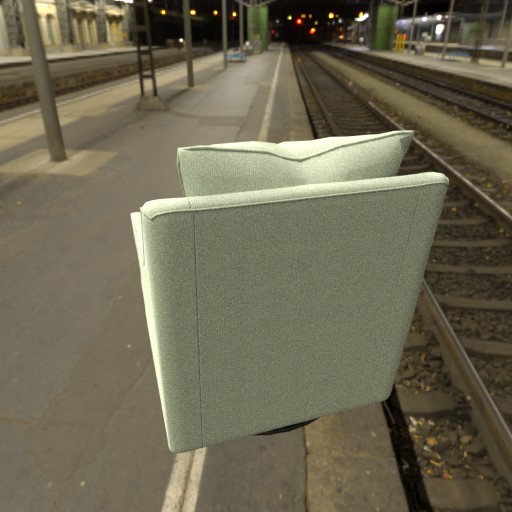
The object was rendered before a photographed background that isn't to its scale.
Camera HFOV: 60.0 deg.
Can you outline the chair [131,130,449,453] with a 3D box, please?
[{"bbox_3d":[0.000,0.000,1.498,0.760,0.926,0.870,-8,28,-16],"label":"chair"}]
